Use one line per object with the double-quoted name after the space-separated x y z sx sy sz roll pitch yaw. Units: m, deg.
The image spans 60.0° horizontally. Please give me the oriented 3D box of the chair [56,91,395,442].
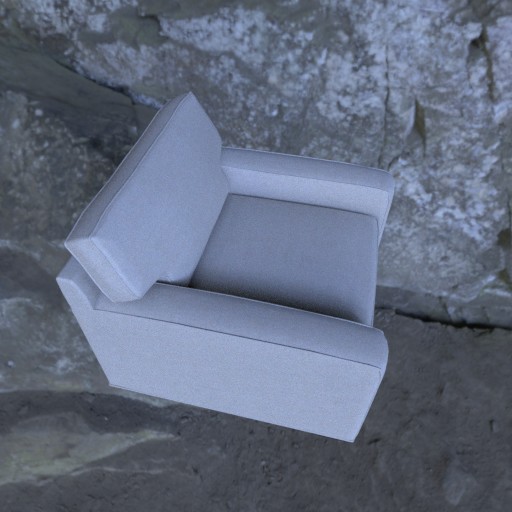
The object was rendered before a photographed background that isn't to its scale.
0.000 0.000 1.809 1.043 0.913 0.998 10 48 9 "chair"
